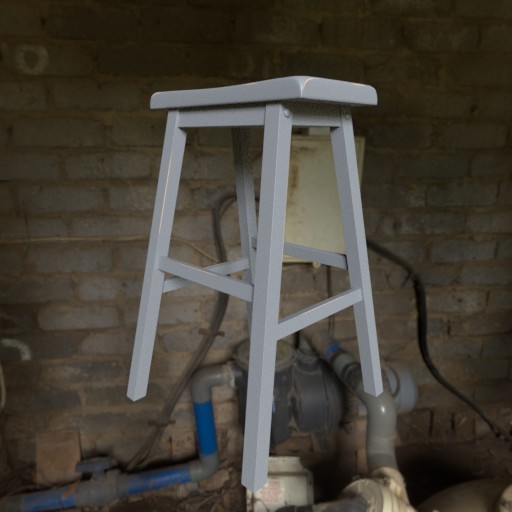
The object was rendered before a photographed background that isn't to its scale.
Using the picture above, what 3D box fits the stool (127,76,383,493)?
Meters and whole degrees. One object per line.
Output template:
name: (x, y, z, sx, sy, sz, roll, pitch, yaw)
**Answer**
stool: (0.000, 0.000, 1.044, 0.457, 0.737, 0.476, 14, 21, 43)
